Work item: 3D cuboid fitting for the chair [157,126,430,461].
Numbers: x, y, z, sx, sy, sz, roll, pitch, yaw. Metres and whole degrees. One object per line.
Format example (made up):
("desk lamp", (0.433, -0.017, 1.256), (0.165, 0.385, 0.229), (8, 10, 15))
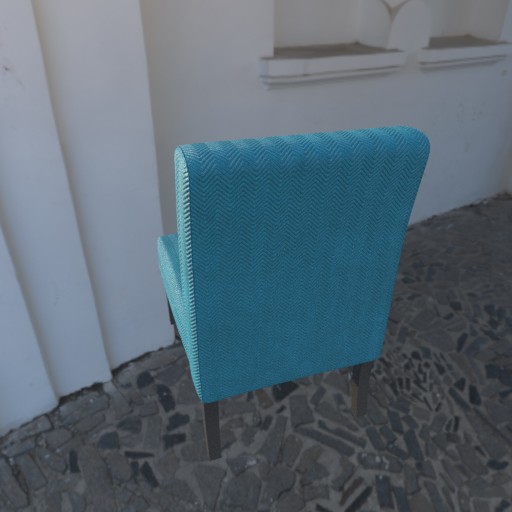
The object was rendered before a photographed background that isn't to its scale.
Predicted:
("chair", (0.000, 0.000, 1.446), (0.579, 0.927, 0.808), (-9, 30, -17))
